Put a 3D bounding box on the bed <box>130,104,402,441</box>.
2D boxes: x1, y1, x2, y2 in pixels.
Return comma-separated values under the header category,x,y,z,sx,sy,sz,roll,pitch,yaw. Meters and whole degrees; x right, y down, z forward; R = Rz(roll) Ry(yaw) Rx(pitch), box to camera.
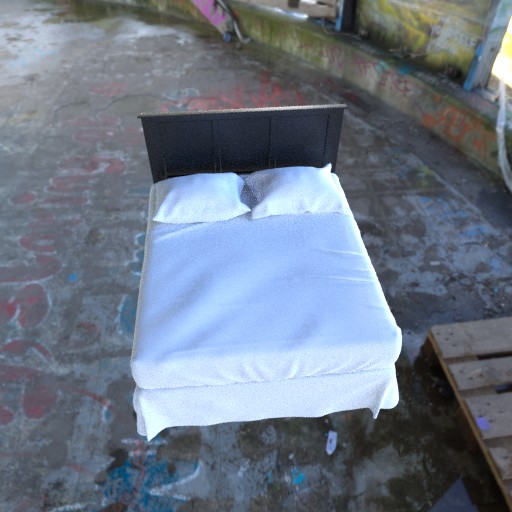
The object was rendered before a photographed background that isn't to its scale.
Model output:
category,x,y,z,sx,sy,sz,roll,pitch,yaw
bed,0.000,0.000,3.229,1.870,1.270,2.050,-4,45,-4
